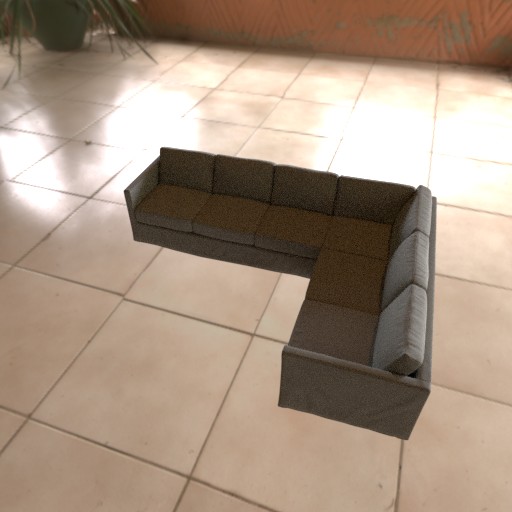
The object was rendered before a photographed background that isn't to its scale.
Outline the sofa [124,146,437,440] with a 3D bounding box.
[{"bbox_3d":[0.000,0.000,4.266,3.182,0.871,2.432,12,42,14],"label":"sofa"}]
